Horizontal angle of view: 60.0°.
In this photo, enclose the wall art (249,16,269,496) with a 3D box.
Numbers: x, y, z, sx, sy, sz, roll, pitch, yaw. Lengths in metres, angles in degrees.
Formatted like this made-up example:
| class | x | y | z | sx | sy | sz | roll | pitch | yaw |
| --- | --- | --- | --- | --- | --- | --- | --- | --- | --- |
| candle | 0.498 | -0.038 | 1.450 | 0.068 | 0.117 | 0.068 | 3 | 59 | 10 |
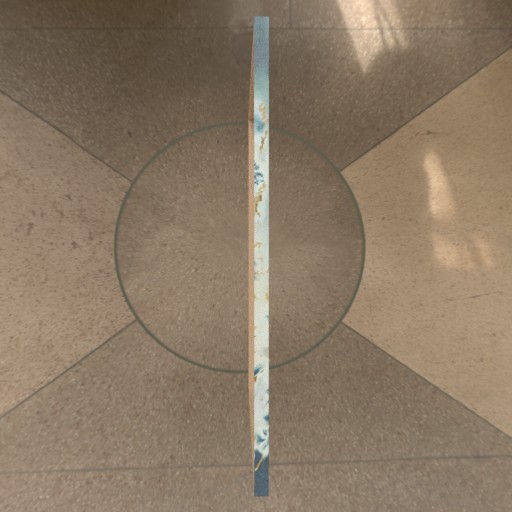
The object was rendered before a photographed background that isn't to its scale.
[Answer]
| class | x | y | z | sx | sy | sz | roll | pitch | yaw |
| --- | --- | --- | --- | --- | --- | --- | --- | --- | --- |
| wall art | 0.000 | 0.000 | 1.430 | 0.035 | 0.759 | 1.138 | 0 | 91 | -2 |
